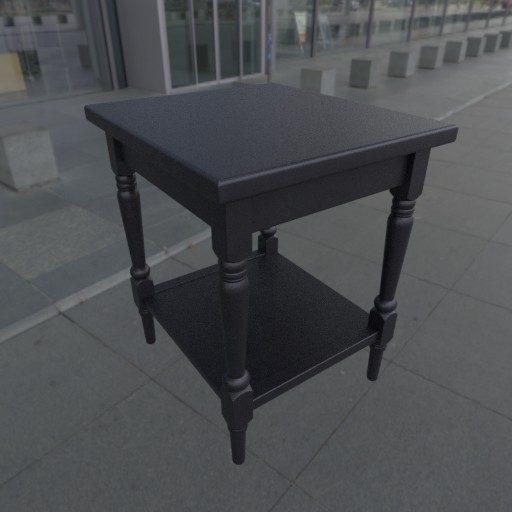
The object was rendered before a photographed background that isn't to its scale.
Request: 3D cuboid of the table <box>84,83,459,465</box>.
[{"bbox_3d":[0.000,0.000,0.902,0.442,0.565,0.488,-19,36,-30],"label":"table"}]
